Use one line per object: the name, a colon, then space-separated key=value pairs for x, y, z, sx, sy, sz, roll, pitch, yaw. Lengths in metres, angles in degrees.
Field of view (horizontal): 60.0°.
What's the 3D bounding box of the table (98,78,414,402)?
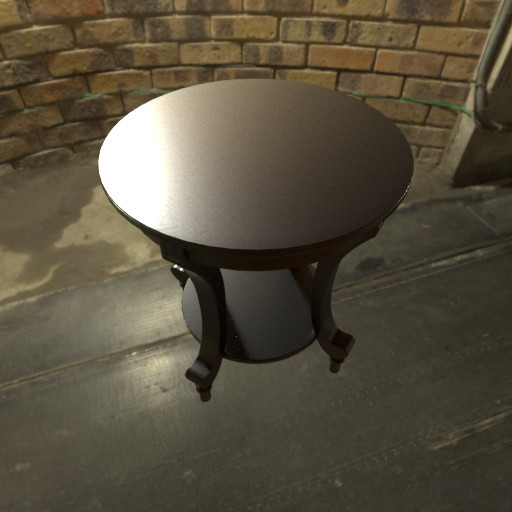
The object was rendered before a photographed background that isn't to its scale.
table: x=0.000 y=0.000 z=1.079 sx=0.597 sy=0.618 sz=0.597 roll=0 pitch=45 yaw=0
